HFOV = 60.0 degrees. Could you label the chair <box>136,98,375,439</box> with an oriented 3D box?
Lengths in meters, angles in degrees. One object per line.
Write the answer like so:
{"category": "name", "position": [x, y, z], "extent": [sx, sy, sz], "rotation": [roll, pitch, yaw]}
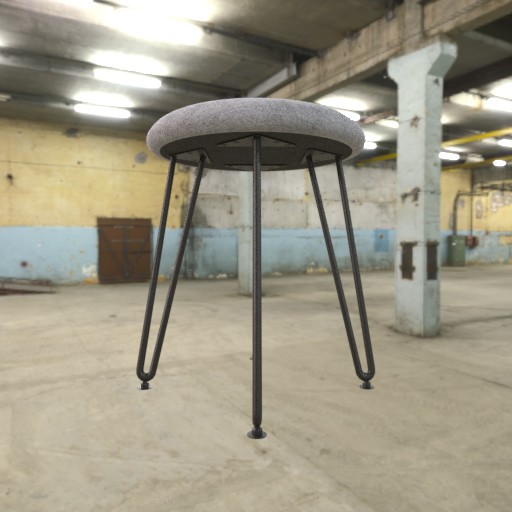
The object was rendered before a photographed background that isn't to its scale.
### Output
{"category": "chair", "position": [0.000, 0.000, 0.646], "extent": [0.350, 0.386, 0.350], "rotation": [0, 1, 0]}
